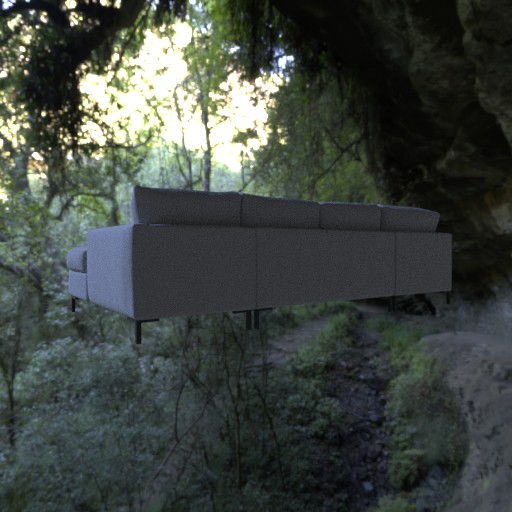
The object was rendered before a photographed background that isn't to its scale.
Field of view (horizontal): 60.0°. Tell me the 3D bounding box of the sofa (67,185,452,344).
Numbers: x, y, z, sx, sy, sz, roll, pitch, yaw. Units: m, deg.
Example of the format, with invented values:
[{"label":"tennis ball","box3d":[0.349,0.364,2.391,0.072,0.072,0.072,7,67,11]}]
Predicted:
[{"label":"sofa","box3d":[0.000,0.000,3.906,2.984,0.862,1.989,-1,1,-35]}]
